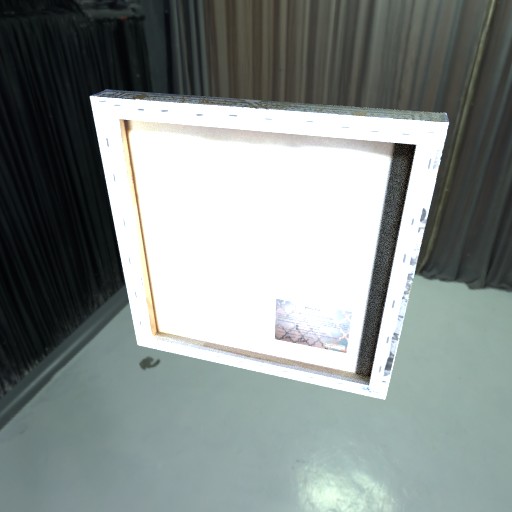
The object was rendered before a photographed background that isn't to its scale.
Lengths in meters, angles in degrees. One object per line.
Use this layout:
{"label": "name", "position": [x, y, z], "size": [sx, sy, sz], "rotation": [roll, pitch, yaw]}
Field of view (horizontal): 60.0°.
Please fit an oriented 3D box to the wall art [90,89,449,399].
{"label": "wall art", "position": [0.000, 0.000, 0.614], "size": [0.411, 0.410, 0.038], "rotation": [9, 33, 14]}
